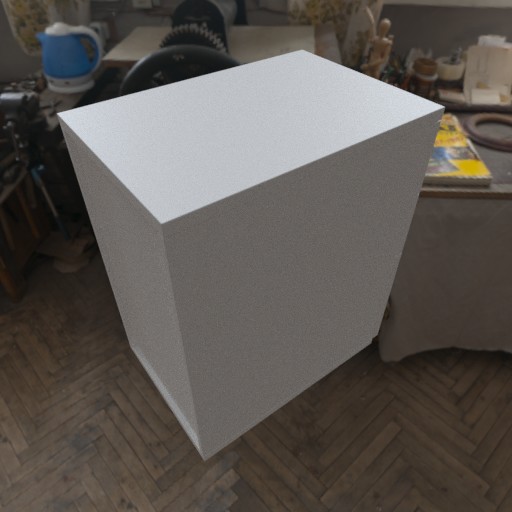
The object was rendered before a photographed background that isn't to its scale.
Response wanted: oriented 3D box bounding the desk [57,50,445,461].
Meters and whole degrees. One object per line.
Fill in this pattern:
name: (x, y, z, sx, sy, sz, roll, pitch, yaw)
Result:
desk: (0.000, 0.000, 1.061, 0.600, 0.730, 0.404, -27, 49, -26)
